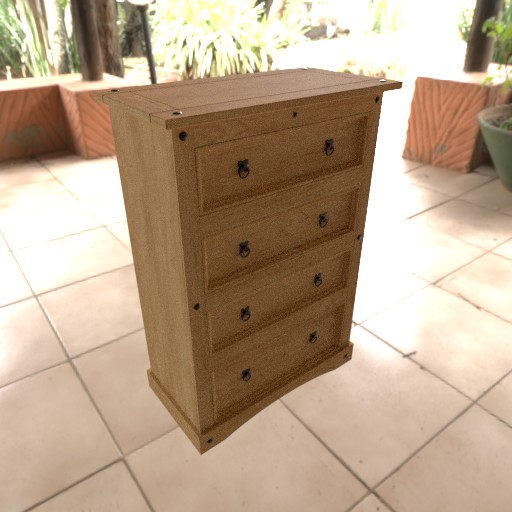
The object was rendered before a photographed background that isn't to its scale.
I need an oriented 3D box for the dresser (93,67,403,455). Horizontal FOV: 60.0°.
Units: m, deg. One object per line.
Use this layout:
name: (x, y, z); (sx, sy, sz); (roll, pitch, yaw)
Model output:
dresser: (0.000, 0.000, 1.780); (0.915, 1.300, 0.485); (-21, 36, -32)
